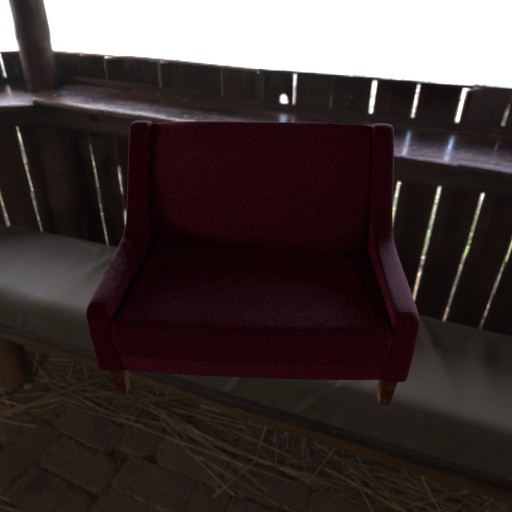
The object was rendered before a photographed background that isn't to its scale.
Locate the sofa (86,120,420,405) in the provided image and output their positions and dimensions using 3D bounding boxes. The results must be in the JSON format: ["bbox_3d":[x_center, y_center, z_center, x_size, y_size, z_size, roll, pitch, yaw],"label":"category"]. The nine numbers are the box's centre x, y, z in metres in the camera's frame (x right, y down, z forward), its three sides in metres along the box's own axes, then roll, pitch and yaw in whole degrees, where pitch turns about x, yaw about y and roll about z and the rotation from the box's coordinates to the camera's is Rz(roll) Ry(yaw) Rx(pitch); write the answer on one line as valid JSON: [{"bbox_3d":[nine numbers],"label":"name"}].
[{"bbox_3d":[0.000,0.000,1.966,1.242,0.976,0.946,1,30,3],"label":"sofa"}]
